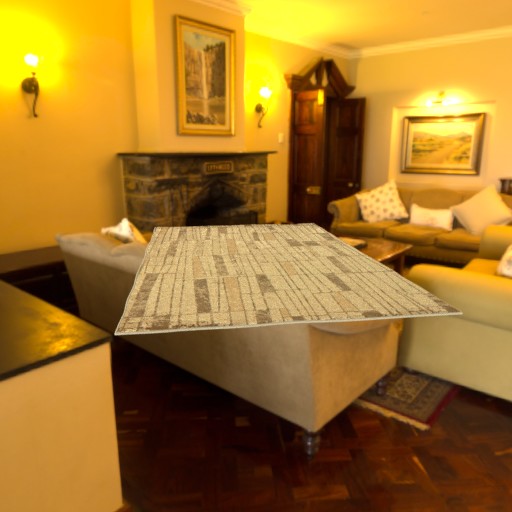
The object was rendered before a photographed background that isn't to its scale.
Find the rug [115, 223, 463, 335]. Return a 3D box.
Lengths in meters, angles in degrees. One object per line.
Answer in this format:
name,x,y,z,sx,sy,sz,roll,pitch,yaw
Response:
rug,0.000,0.000,3.060,1.531,0.023,2.444,-2,14,-8
